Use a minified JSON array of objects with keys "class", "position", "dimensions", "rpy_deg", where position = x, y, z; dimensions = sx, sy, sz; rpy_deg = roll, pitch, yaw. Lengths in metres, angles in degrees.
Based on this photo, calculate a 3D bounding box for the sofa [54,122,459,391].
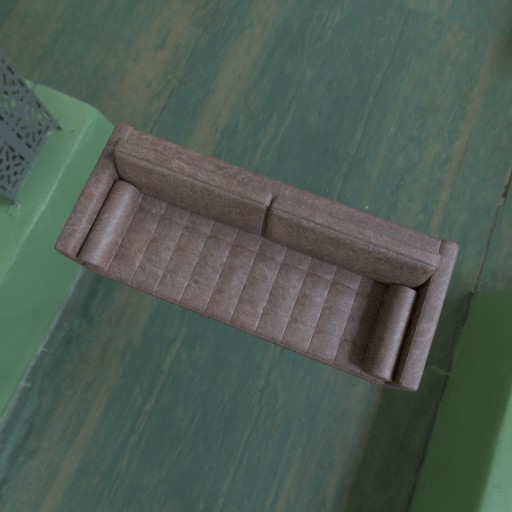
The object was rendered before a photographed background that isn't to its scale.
[{"class":"sofa","position":[0.000,0.000,2.748],"dimensions":[2.210,0.762,0.914],"rpy_deg":[21,77,5]}]
